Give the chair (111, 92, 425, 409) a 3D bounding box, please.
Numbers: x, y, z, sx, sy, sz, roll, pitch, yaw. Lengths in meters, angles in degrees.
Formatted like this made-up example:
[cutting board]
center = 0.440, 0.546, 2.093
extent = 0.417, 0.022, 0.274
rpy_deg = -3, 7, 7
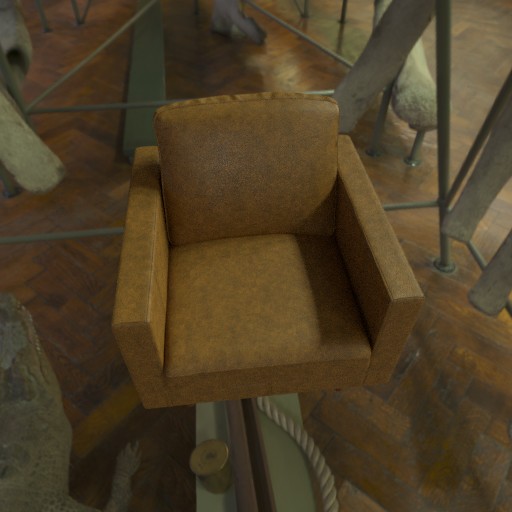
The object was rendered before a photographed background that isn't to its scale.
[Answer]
[chair]
center = 0.000, 0.000, 1.662
extent = 0.890, 0.956, 0.909
rpy_deg = -5, 47, -4
